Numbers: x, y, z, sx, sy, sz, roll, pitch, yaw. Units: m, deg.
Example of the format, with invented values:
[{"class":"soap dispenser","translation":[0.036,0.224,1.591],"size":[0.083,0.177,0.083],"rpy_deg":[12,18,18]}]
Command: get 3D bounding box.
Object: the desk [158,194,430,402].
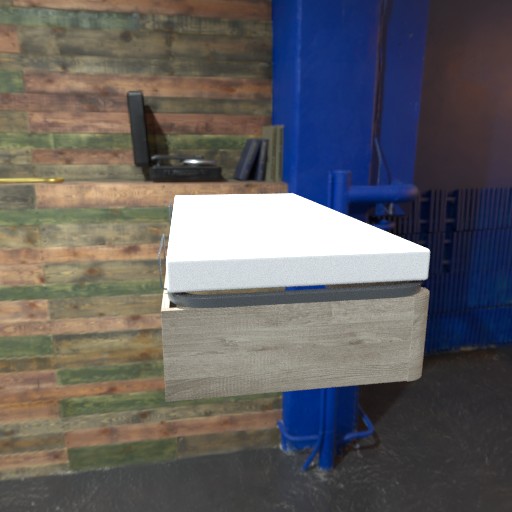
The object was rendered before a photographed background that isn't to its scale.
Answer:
[{"class":"desk","translation":[0.000,0.000,2.314],"size":[0.900,0.455,1.900],"rpy_deg":[-2,14,-9]}]
